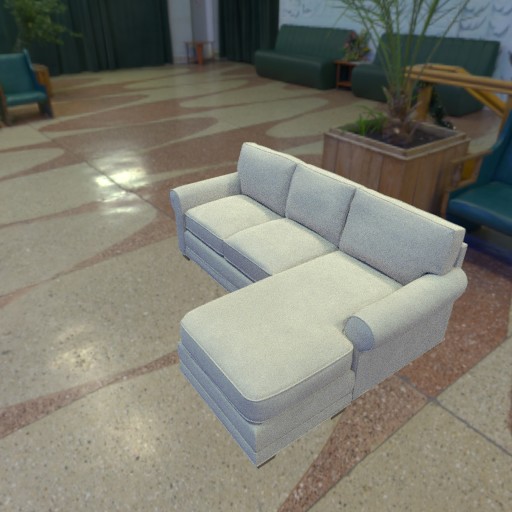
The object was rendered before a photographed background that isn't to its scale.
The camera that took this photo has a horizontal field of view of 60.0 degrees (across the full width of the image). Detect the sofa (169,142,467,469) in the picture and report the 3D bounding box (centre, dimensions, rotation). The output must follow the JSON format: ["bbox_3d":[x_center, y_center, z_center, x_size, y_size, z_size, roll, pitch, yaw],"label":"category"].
[{"bbox_3d":[0.000,0.000,2.392,1.226,0.734,1.770,-20,37,-30],"label":"sofa"}]
